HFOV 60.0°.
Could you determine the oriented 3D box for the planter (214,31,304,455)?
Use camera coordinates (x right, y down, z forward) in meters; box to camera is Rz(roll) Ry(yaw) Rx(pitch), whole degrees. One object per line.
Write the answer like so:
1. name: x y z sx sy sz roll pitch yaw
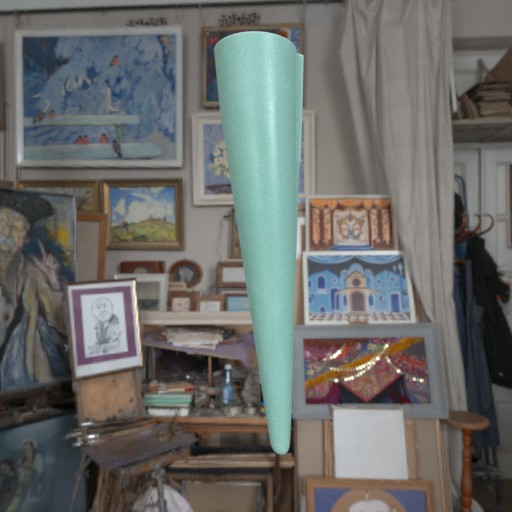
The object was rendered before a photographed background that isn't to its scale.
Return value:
1. planter: 0.000 0.000 0.290 0.055 0.268 0.054 0 -1 -34
